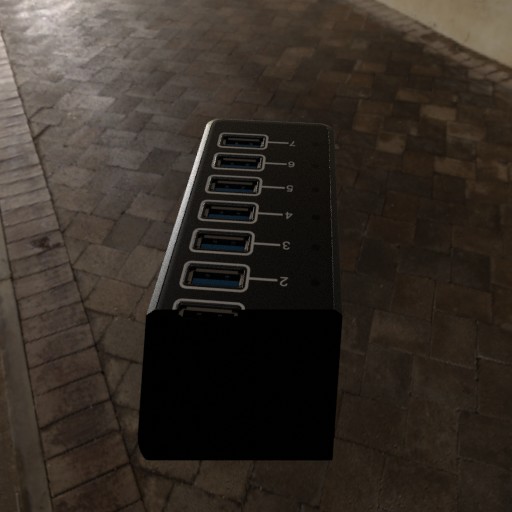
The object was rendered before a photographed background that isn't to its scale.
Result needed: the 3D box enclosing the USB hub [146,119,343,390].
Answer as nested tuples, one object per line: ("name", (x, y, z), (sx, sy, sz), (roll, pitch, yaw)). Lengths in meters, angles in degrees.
("USB hub", (0.000, 0.000, 0.127), (0.044, 0.023, 0.110), (4, 48, 4))
